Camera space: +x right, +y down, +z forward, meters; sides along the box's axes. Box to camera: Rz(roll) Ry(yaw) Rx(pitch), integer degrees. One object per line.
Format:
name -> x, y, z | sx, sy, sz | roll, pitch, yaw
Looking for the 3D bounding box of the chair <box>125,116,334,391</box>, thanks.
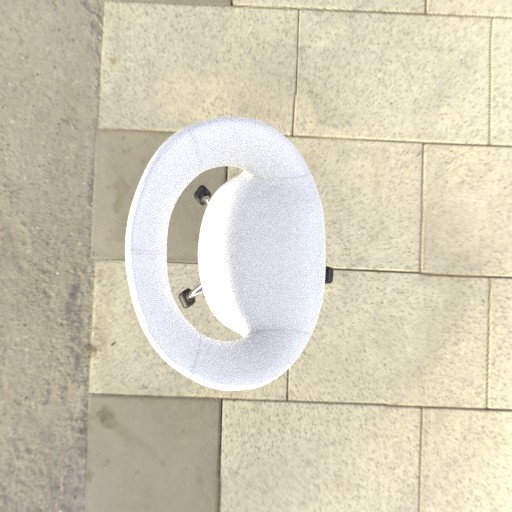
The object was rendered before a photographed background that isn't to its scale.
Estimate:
chair -> 0.000, 0.000, 1.167 | 0.538, 0.791, 0.612 | 0, 89, 0
